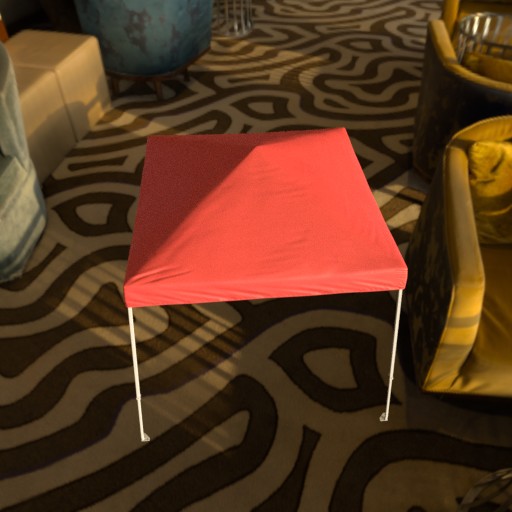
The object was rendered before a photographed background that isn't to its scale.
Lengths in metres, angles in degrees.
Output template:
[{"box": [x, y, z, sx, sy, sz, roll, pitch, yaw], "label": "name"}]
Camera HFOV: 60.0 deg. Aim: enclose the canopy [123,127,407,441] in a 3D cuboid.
[{"box": [0.000, 0.000, 6.429, 3.600, 3.600, 3.599, -3, 45, -3], "label": "canopy"}]
